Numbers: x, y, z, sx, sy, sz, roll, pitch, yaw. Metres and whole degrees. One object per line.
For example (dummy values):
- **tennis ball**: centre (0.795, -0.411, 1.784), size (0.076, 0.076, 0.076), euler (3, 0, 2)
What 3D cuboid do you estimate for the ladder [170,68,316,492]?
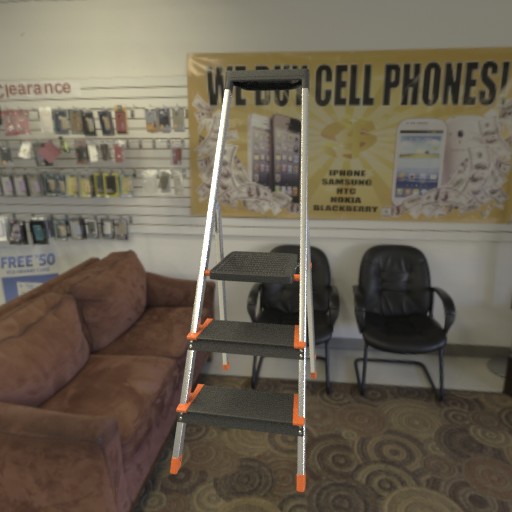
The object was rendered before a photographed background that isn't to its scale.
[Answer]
- **ladder**: centre (0.000, 0.000, 1.498), size (0.416, 1.229, 0.686), euler (3, 15, 10)
